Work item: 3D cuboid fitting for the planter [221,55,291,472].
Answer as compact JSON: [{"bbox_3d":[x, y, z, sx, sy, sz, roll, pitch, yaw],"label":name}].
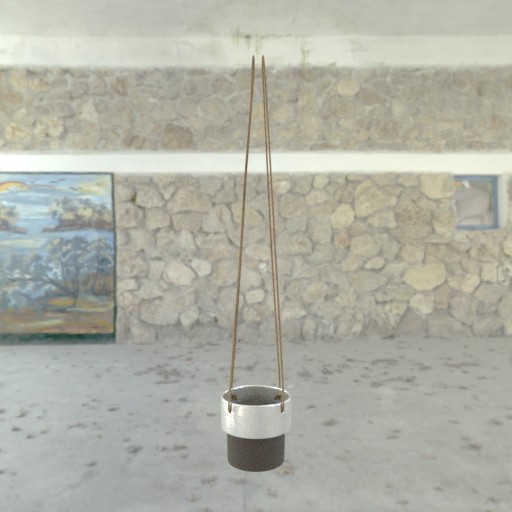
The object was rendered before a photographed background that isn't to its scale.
[{"bbox_3d":[0.000,0.000,1.179,0.187,1.073,0.187,0,-1,0],"label":"planter"}]
